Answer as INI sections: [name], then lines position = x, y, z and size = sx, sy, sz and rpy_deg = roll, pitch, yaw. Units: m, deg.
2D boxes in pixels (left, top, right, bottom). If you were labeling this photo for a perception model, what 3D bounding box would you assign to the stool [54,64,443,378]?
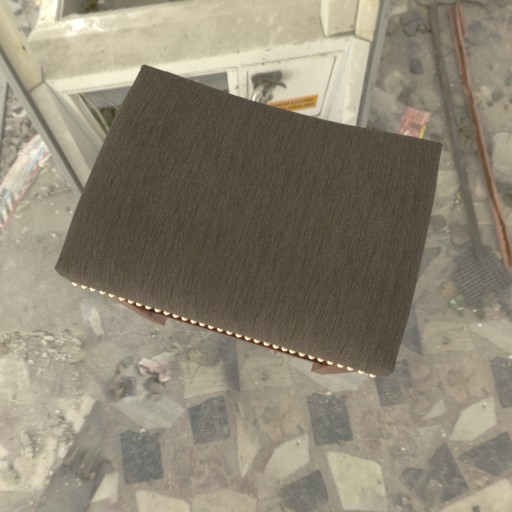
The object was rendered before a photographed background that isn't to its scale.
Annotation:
[stool]
position = 0.000, 0.000, 0.938
size = 0.504, 0.654, 0.372
rpy_deg = 16, 76, 4
